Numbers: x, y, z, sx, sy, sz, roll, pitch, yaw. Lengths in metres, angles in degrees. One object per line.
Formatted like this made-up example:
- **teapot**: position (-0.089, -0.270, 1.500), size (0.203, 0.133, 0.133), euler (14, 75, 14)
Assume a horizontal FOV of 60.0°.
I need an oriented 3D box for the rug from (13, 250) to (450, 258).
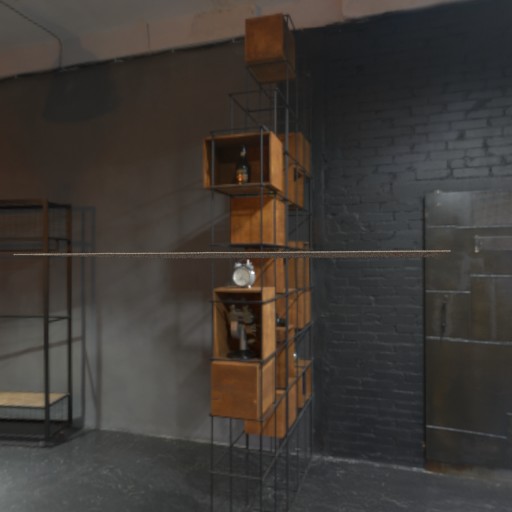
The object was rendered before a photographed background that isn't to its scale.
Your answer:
- **rug**: position (0.000, 0.000, 4.007), size (3.048, 0.012, 2.444), euler (0, -1, 19)
